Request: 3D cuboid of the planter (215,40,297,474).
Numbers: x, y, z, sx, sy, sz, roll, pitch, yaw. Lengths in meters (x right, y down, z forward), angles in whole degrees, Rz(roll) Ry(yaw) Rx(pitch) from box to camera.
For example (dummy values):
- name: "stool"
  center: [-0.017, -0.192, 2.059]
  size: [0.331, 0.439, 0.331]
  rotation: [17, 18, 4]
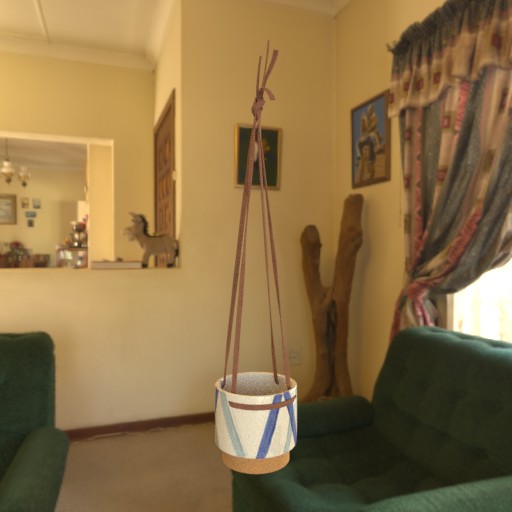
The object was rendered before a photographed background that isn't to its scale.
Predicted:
- name: "planter"
  center: [0.000, 0.000, 0.822]
  size: [0.153, 0.753, 0.157]
  rotation: [-1, 1, -36]
